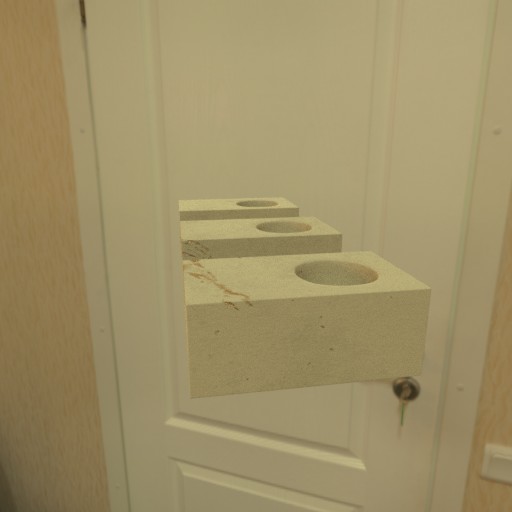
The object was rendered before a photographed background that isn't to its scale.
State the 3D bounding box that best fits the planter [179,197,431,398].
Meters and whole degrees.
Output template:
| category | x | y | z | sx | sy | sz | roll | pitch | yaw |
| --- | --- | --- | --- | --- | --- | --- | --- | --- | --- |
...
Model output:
| category | x | y | z | sx | sy | sz | roll | pitch | yaw |
| --- | --- | --- | --- | --- | --- | --- | --- | --- | --- |
| planter | 0.000 | 0.000 | 0.385 | 0.127 | 0.051 | 0.333 | -3 | 16 | -10 |
